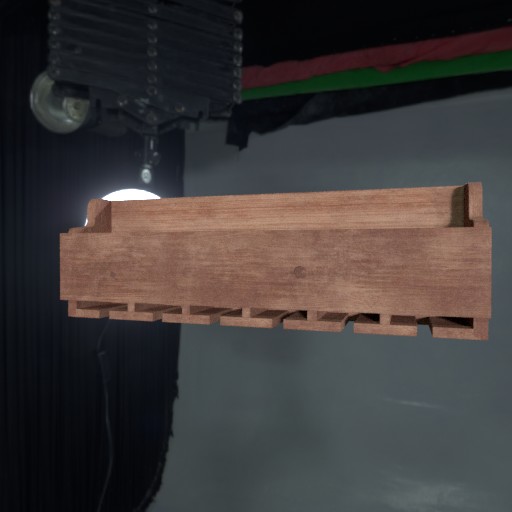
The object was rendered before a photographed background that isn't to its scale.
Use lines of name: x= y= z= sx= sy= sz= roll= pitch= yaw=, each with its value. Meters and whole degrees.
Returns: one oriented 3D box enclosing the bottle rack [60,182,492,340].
bottle rack: x=0.000 y=0.000 z=0.661 sx=0.608 sy=0.196 sz=0.126 roll=0 pitch=1 yaw=18
